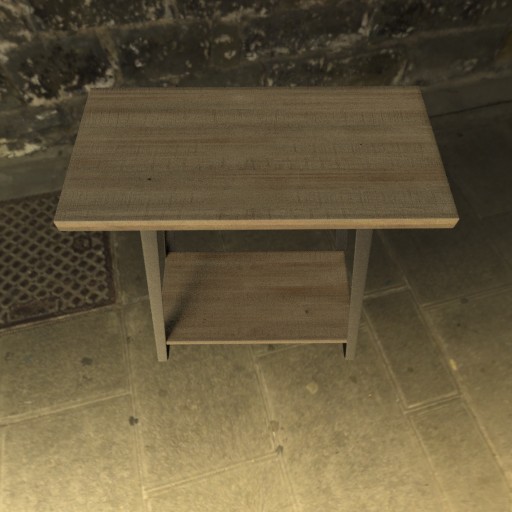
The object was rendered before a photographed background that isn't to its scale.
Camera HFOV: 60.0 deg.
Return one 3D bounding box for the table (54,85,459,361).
[{"bbox_3d":[0.000,0.000,1.030,0.599,0.701,0.300,0,59,0],"label":"table"}]
